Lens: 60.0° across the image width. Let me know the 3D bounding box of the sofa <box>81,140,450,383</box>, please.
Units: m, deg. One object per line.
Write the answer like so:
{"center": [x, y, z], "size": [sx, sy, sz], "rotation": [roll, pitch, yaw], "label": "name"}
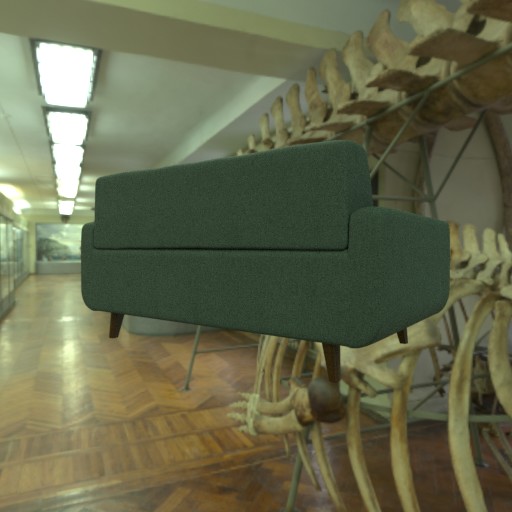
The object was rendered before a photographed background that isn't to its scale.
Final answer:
{"center": [0.000, 0.000, 2.209], "size": [1.631, 0.841, 0.909], "rotation": [1, 2, 36], "label": "sofa"}
